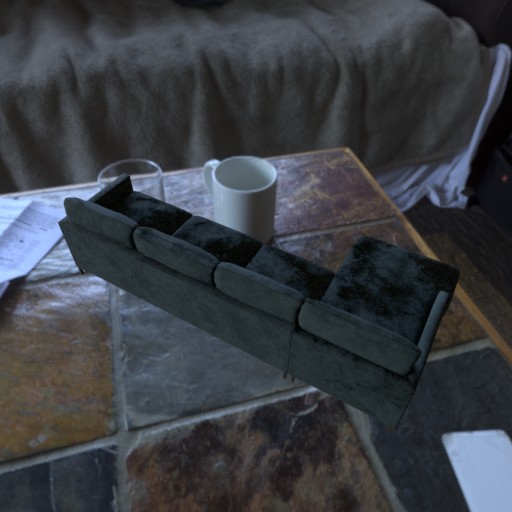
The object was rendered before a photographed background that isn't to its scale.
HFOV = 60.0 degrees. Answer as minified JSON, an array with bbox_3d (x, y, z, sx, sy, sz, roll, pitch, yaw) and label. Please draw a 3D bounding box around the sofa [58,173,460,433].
[{"bbox_3d":[0.000,0.000,4.131,3.400,0.967,1.500,23,50,20],"label":"sofa"}]
